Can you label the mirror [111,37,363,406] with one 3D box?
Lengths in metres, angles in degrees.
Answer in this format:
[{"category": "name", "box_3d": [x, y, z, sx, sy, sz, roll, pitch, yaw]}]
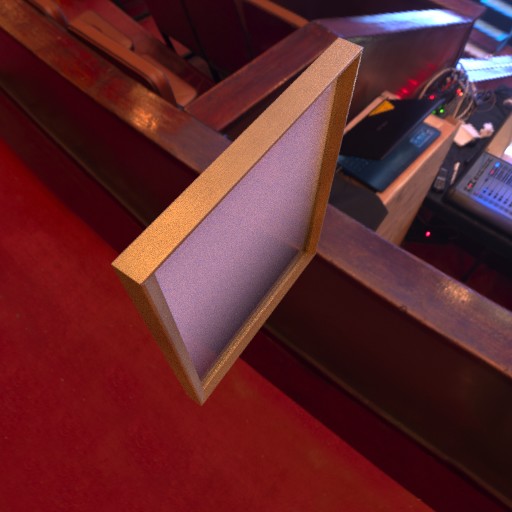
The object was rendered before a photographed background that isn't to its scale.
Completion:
[{"category": "mirror", "box_3d": [0.000, 0.000, 0.696, 0.041, 0.509, 0.406, 32, 65, 17]}]
